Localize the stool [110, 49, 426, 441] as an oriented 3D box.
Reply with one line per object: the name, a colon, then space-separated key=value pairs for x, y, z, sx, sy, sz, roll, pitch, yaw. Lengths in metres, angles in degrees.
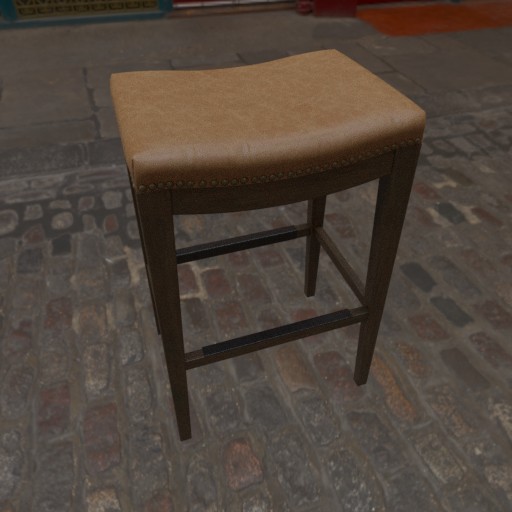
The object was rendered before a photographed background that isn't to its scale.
stool: x=0.000 y=0.000 z=0.999 sx=0.500 sy=0.759 sz=0.361 roll=-13 pitch=43 yaw=-14
